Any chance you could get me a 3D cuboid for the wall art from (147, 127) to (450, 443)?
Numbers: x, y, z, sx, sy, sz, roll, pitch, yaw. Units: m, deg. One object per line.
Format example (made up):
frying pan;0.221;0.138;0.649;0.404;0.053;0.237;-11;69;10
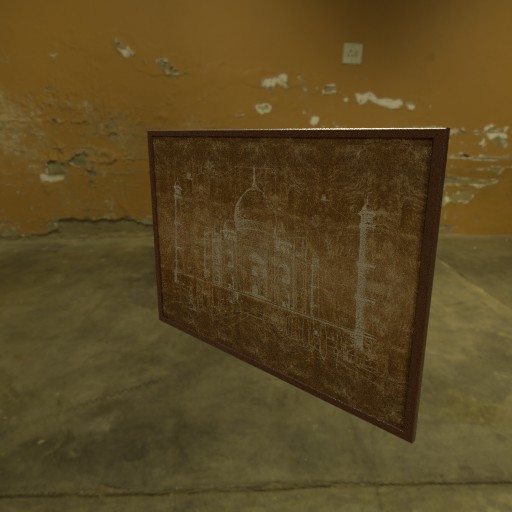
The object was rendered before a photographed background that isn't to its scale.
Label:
wall art;0.000;0.000;0.828;0.660;0.455;0.014;14;21;42
